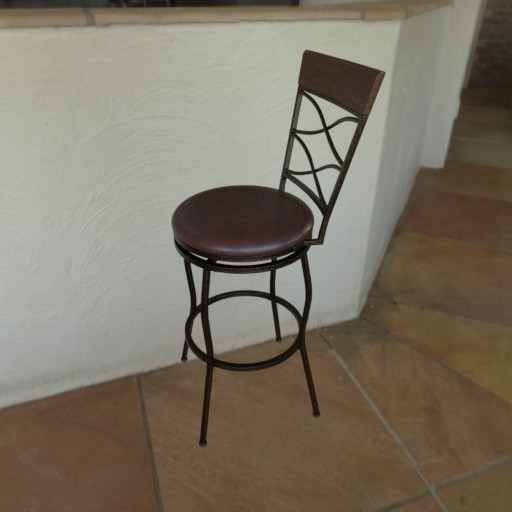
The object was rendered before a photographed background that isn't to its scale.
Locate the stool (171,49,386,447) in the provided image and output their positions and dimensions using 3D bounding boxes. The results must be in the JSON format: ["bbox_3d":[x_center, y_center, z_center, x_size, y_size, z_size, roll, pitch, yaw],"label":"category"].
[{"bbox_3d":[0.000,0.000,1.400,0.513,1.130,0.448,-9,32,-14],"label":"stool"}]
